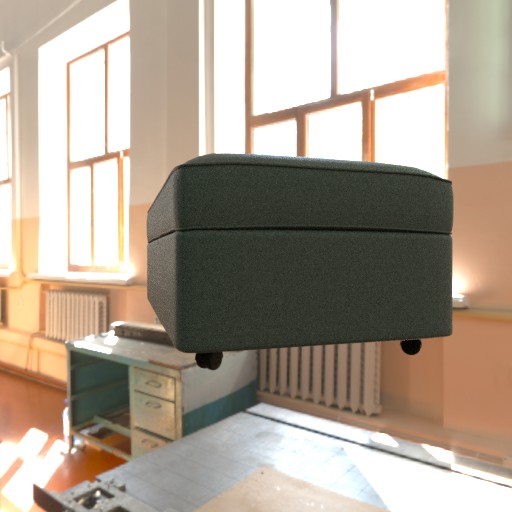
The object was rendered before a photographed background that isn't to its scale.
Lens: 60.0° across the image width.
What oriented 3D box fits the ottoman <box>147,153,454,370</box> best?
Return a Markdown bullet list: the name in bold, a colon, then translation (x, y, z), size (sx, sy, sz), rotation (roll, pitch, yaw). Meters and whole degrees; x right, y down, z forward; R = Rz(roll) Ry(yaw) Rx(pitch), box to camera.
- **ottoman**: translation (0.000, 0.000, 1.531), size (0.681, 0.494, 1.173), rotation (0, 0, -17)
